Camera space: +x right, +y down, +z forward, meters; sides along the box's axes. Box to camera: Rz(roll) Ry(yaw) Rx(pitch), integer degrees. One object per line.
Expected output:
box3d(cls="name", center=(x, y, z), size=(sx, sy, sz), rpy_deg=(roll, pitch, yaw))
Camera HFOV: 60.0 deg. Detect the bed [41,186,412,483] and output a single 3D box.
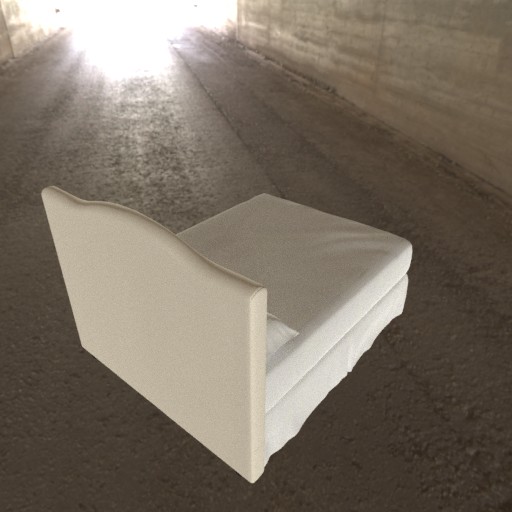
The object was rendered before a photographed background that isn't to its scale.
box3d(cls="bed", center=(0.000, 0.000, 3.302), size=(1.753, 1.460, 2.143), rpy_deg=(23, 38, 33))
